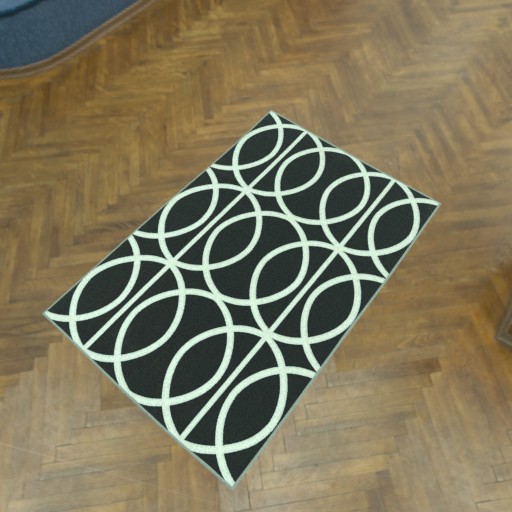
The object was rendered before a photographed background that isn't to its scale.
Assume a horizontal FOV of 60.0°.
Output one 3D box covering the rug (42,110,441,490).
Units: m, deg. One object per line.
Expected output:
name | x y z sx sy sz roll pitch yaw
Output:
rug | 0.000 0.000 2.900 1.526 0.014 2.290 35 66 18
